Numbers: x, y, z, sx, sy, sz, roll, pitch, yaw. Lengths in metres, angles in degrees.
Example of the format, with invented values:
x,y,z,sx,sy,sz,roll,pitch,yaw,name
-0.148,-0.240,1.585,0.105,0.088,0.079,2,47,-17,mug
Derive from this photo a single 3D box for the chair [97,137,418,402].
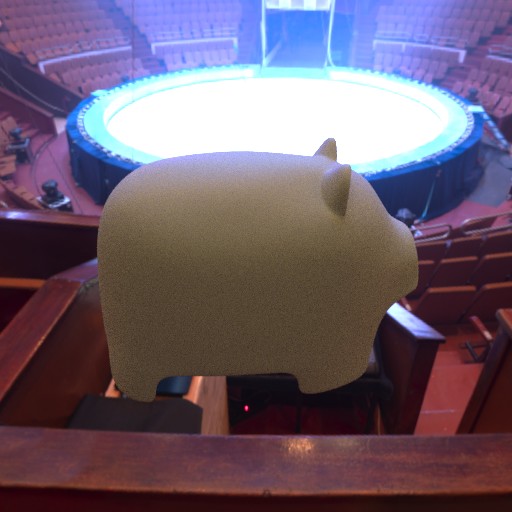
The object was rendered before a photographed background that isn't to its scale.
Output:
x,y,z,sx,sy,sz,roll,pitch,yaw,name
0.000,0.000,0.866,0.619,0.423,0.364,-1,33,-1,chair
